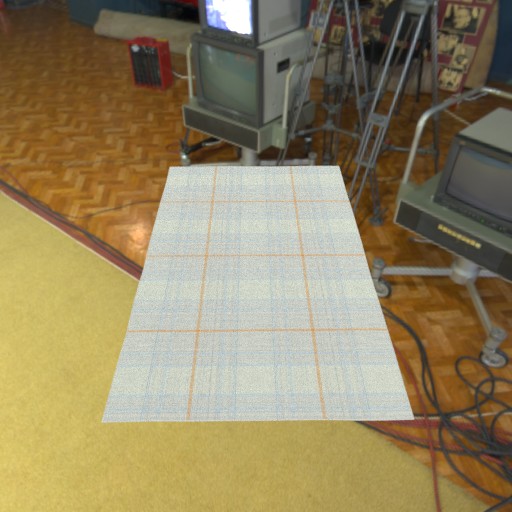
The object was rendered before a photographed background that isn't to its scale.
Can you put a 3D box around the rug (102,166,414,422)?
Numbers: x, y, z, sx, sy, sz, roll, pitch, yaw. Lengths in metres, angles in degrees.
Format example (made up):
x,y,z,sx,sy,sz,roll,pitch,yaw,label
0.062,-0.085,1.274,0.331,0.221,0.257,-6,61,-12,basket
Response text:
x,y,z,sx,sy,sz,roll,pitch,yaw,label
0.000,0.000,3.076,1.527,0.016,2.442,0,41,0,rug
